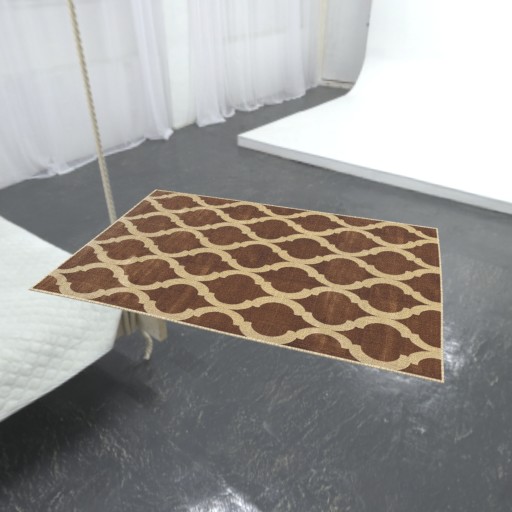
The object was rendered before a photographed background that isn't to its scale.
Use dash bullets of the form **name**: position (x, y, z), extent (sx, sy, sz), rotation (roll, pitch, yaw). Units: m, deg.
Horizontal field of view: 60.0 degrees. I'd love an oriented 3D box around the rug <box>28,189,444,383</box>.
- **rug**: position (0.000, 0.000, 2.880), extent (2.284, 0.008, 1.522), rotation (10, 33, 15)
